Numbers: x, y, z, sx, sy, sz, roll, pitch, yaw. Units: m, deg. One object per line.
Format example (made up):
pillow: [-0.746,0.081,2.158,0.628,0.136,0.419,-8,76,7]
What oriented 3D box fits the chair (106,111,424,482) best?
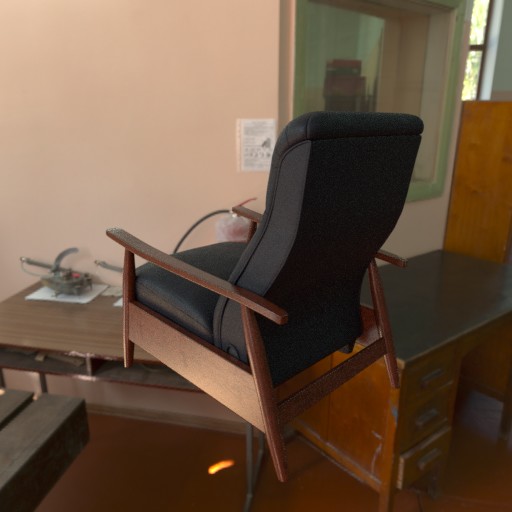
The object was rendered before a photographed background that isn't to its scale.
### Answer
chair: [0.000,0.000,1.771,1.014,1.082,0.762,16,23,43]
